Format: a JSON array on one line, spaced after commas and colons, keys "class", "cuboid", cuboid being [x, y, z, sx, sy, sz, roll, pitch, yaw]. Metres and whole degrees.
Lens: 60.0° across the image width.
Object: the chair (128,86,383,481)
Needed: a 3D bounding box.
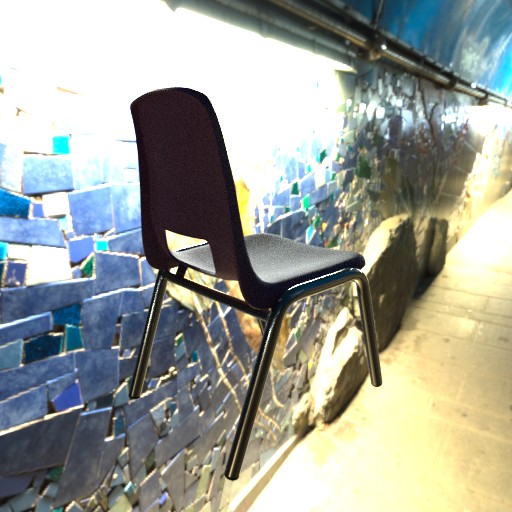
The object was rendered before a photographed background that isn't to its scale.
[{"class": "chair", "cuboid": [0.000, 0.000, 0.851, 0.419, 0.584, 0.356, -15, 21, -42]}]
